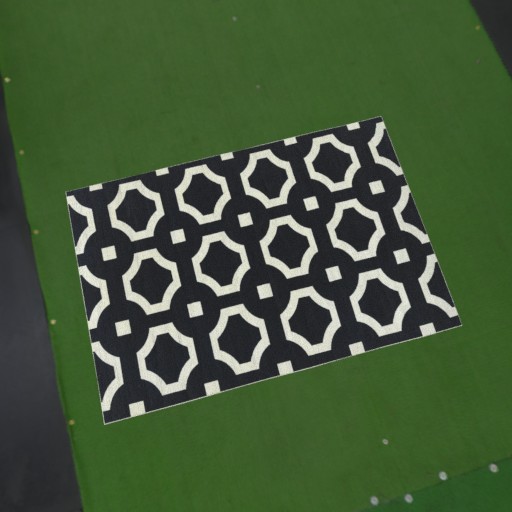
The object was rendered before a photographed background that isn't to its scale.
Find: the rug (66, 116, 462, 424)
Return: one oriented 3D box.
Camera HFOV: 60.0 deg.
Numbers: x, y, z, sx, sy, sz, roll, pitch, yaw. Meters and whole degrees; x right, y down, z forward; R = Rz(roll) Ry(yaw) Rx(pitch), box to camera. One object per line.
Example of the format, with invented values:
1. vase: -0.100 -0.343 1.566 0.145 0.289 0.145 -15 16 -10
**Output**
1. rug: 0.000 0.000 2.916 2.286 0.016 1.555 -14 75 -4
